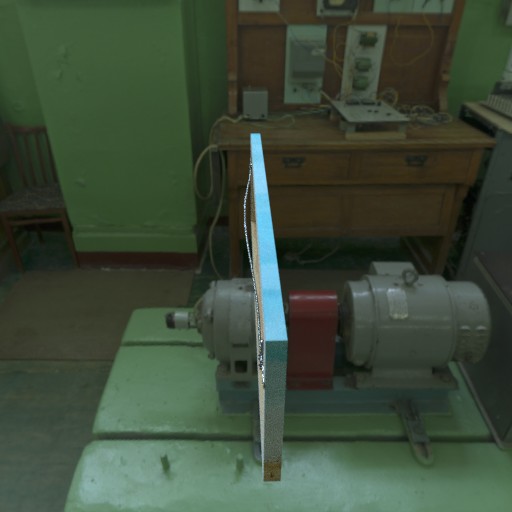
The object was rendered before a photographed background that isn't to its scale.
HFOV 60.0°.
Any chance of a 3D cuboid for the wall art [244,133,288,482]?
[{"bbox_3d":[0.000,0.000,0.852,0.044,0.254,0.759,-1,32,-1],"label":"wall art"}]
